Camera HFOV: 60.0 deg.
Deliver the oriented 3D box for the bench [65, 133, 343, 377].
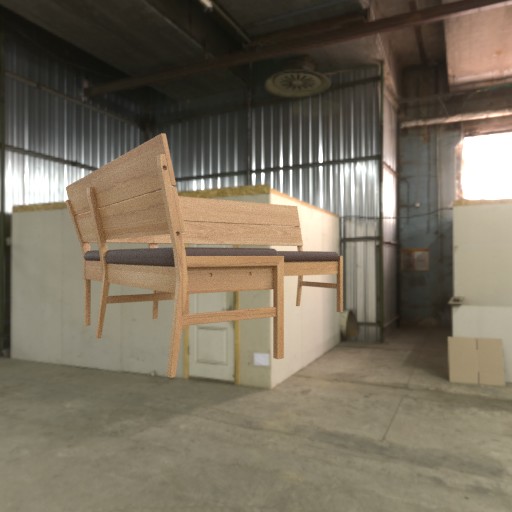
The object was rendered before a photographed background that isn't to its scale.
[{"bbox_3d":[0.000,0.000,2.799,1.975,0.890,1.549,0,0,-36],"label":"bench"}]
